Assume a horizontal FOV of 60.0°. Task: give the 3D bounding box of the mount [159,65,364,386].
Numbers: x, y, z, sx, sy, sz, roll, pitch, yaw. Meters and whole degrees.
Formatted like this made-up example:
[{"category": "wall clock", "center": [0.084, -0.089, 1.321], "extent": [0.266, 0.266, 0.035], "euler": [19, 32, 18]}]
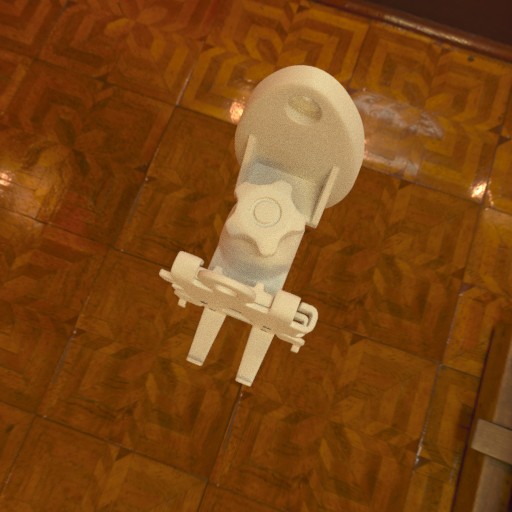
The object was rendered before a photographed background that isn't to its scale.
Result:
[{"category": "mount", "center": [0.000, 0.000, 0.177], "extent": [0.066, 0.118, 0.100], "euler": [21, 77, 5]}]
